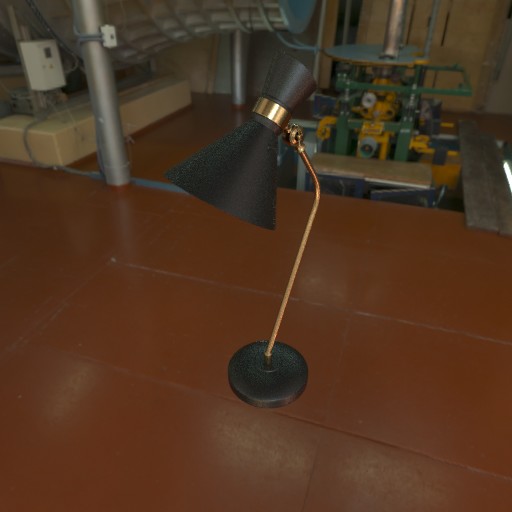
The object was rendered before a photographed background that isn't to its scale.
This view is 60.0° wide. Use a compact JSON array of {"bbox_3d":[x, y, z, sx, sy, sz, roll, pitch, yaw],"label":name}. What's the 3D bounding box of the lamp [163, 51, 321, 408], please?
[{"bbox_3d":[0.000,0.000,0.777,0.292,0.647,0.189,-22,39,-30],"label":"lamp"}]
